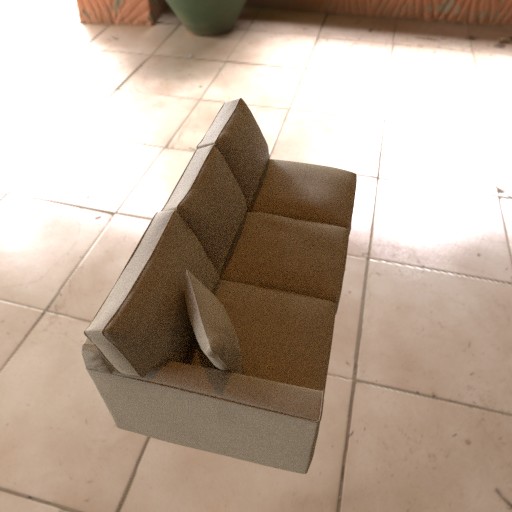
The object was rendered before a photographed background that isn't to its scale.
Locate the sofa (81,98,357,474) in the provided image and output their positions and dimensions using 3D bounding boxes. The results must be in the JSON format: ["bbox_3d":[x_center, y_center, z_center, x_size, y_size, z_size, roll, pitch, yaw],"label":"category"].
[{"bbox_3d":[0.000,0.000,2.558,1.034,0.946,1.962,10,46,9],"label":"sofa"}]
